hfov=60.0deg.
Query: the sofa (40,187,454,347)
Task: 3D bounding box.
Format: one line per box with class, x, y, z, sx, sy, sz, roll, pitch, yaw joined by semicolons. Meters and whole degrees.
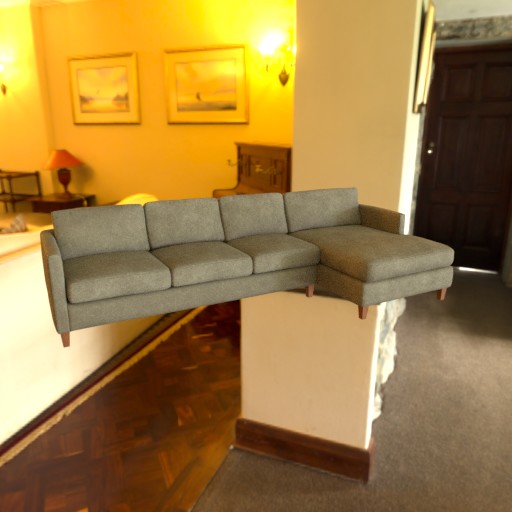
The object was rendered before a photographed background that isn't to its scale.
sofa;0.000;0.000;4.046;3.471;0.950;1.604;-8;18;-27
